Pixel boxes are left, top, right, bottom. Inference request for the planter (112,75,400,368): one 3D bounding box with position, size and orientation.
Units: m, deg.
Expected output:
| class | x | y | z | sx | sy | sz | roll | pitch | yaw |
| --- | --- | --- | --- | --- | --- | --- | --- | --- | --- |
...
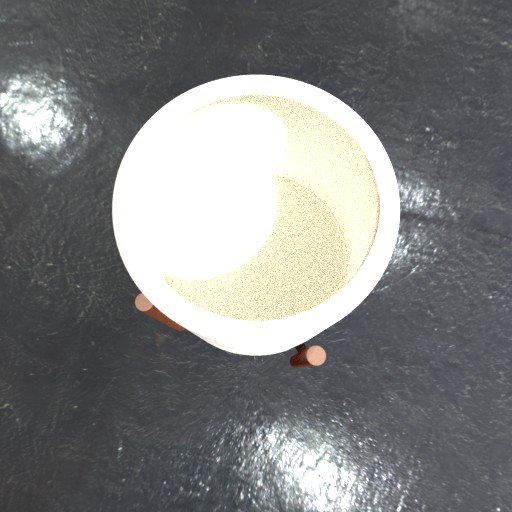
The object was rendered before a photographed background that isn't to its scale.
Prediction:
| class | x | y | z | sx | sy | sz | roll | pitch | yaw |
| --- | --- | --- | --- | --- | --- | --- | --- | --- | --- |
| planter | 0.000 | 0.000 | 0.515 | 0.224 | 0.358 | 0.224 | 17 | 76 | 4 |
